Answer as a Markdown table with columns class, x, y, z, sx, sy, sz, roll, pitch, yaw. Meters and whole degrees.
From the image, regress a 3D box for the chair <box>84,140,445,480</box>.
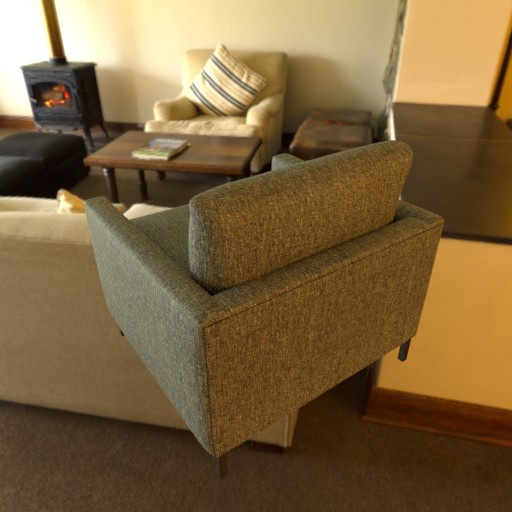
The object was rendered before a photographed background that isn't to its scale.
| class | x | y | z | sx | sy | sz | roll | pitch | yaw |
| --- | --- | --- | --- | --- | --- | --- | --- | --- | --- |
| chair | 0.000 | 0.000 | 1.622 | 0.963 | 0.861 | 0.866 | -20 | 36 | -30 |
